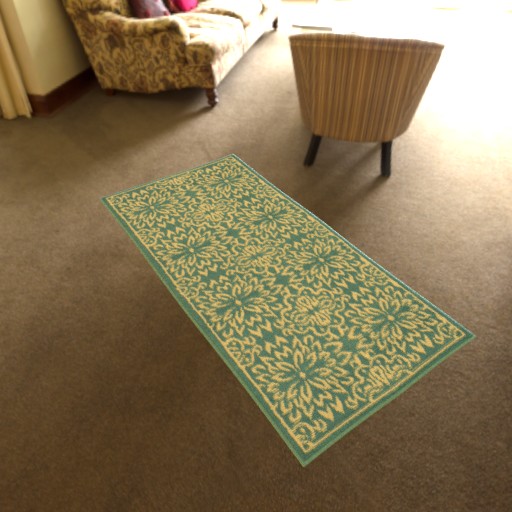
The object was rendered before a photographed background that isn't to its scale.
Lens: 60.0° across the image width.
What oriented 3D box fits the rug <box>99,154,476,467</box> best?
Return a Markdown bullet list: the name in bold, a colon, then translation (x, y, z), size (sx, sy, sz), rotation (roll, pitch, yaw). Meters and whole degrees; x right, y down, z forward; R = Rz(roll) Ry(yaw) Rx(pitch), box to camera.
- **rug**: translation (0.000, 0.000, 1.441), size (0.604, 0.007, 1.219), rotation (-25, 47, -25)
